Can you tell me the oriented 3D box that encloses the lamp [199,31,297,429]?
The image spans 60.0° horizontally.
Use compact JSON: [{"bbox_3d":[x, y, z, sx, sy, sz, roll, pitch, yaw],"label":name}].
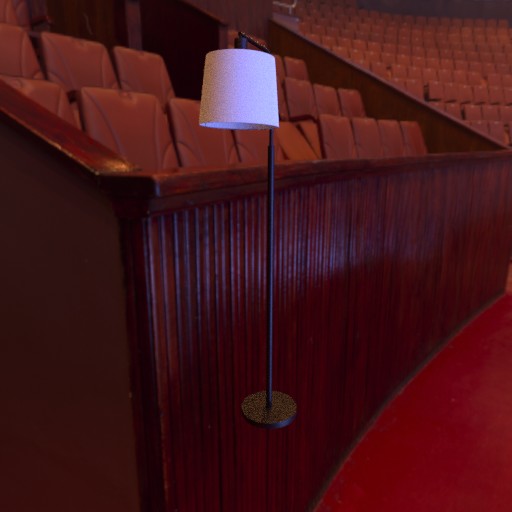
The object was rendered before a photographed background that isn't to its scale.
[{"bbox_3d":[0.000,0.000,1.647,0.254,1.478,0.508,7,16,25],"label":"lamp"}]
